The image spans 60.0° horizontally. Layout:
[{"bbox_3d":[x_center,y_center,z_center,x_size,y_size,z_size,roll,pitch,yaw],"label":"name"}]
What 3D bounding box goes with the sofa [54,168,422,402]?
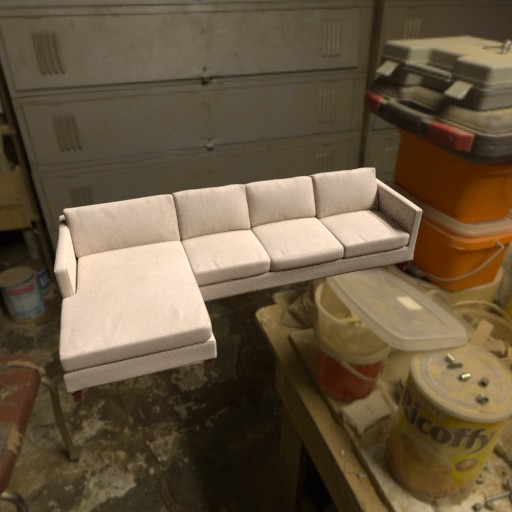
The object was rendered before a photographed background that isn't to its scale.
[{"bbox_3d":[0.000,0.000,3.861,3.186,0.846,1.625,-10,33,-16],"label":"sofa"}]
